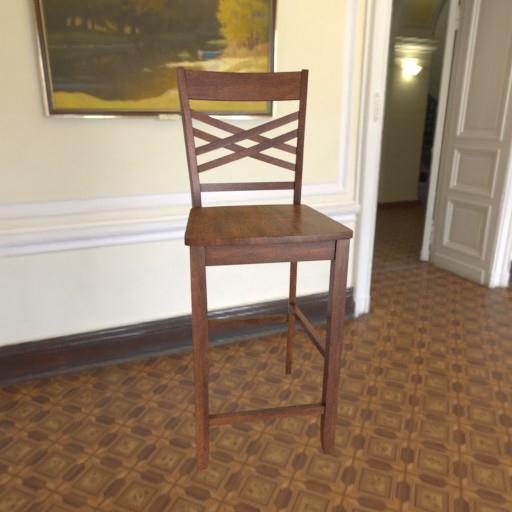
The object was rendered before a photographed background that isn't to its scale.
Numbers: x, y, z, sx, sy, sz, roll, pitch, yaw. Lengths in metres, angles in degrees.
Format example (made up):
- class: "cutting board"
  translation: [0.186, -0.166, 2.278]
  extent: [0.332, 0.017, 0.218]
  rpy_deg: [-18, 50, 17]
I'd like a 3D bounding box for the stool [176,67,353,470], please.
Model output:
- class: "stool"
  translation: [0.000, 0.000, 1.348]
  extent: [0.426, 1.098, 0.504]
  rpy_deg: [-3, 18, -9]
